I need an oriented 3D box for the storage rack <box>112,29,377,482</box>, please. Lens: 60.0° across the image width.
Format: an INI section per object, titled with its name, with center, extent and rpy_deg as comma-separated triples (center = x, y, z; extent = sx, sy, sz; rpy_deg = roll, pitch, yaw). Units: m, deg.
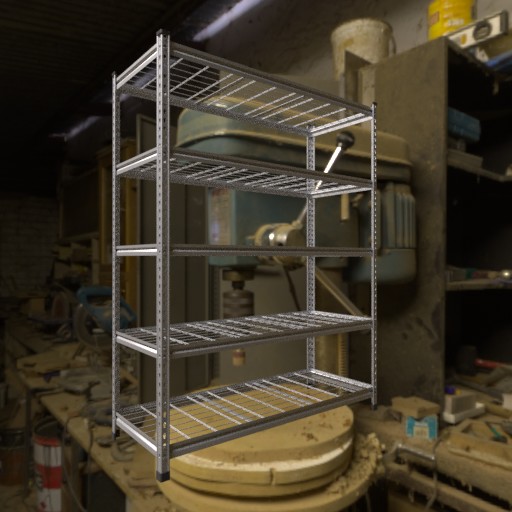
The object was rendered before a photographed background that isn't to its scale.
[storage rack]
center = 0.000, 0.000, 2.639
extent = 1.524, 1.981, 0.610
rpy_deg = 0, 0, -38
